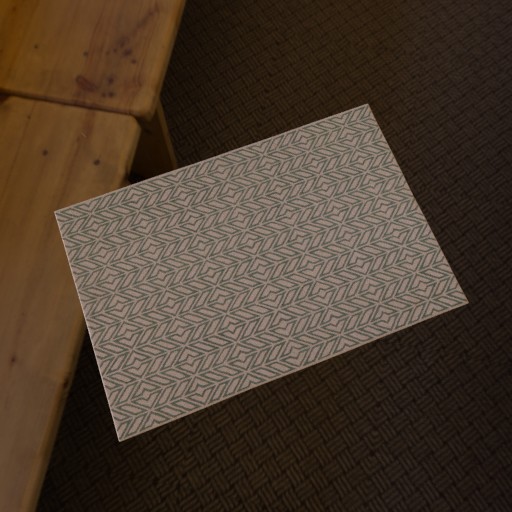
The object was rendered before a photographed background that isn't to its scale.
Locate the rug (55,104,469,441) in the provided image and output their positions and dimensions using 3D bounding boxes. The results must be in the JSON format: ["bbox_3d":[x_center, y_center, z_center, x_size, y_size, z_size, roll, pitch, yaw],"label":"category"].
[{"bbox_3d":[0.000,0.000,2.294,1.828,0.007,1.220,-20,76,-5],"label":"rug"}]
